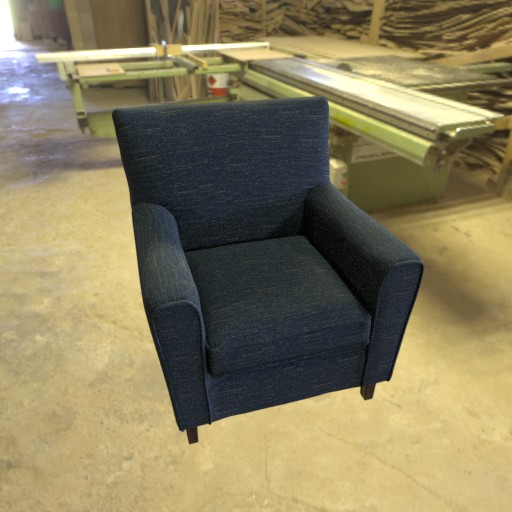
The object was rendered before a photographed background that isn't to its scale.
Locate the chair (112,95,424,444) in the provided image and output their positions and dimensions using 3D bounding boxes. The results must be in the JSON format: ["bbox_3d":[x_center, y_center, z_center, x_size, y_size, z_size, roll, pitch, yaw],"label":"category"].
[{"bbox_3d":[0.000,0.000,1.625,0.864,0.928,0.873,-9,32,-14],"label":"chair"}]
